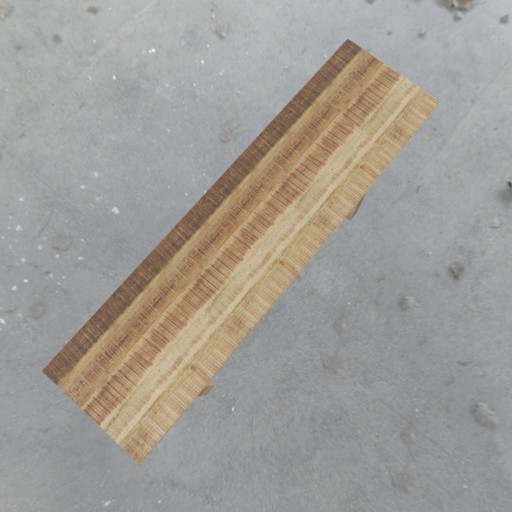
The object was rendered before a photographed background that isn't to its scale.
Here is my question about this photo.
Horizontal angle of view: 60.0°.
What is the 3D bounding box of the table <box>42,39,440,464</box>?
[{"bbox_3d":[0.000,0.000,1.833,0.405,0.810,1.524,39,79,9],"label":"table"}]
